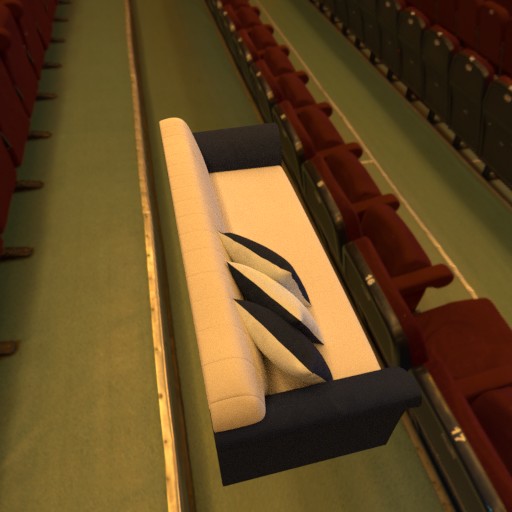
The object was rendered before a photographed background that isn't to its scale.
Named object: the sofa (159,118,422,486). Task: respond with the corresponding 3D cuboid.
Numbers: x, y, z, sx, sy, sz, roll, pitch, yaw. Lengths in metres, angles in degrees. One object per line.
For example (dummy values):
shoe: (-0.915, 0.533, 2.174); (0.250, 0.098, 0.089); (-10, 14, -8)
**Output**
sofa: (0.000, 0.000, 2.315); (0.749, 0.789, 2.006); (-10, 47, -9)
